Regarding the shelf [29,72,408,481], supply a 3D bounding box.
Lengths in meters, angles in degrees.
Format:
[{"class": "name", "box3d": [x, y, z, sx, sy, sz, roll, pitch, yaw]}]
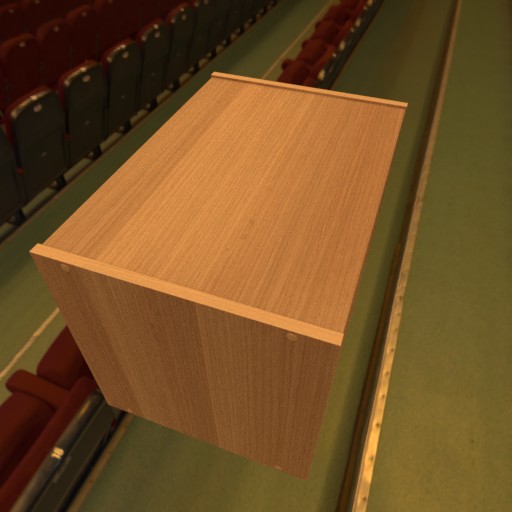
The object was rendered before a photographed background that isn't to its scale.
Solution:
[{"class": "shelf", "box3d": [0.000, 0.000, 0.615, 0.290, 0.305, 0.415, 15, 48, 14]}]
